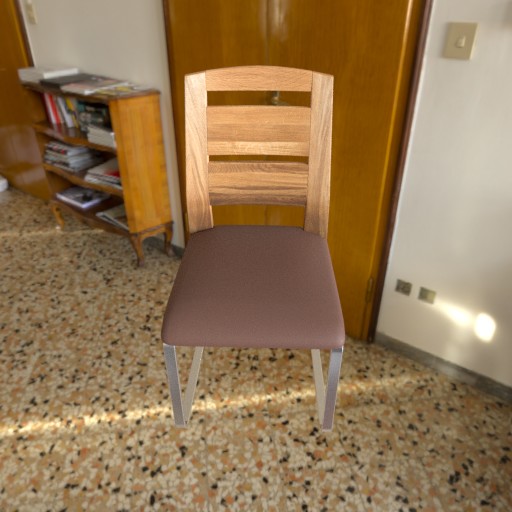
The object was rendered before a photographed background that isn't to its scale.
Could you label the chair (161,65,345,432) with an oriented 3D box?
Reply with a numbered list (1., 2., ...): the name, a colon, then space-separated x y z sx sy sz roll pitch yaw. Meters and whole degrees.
1. chair: 0.000 0.000 1.293 0.460 0.970 0.570 1 30 2
